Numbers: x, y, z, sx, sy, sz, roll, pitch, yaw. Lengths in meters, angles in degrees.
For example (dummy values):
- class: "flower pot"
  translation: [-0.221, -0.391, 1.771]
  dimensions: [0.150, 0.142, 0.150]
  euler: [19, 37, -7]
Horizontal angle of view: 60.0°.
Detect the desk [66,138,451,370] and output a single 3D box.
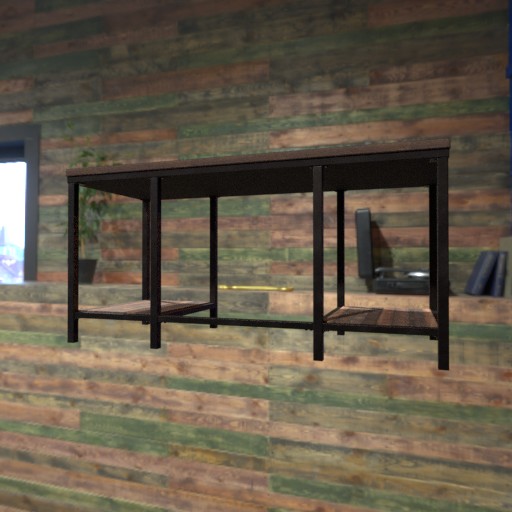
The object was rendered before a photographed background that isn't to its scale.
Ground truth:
- class: "desk"
  translation: [0.000, 0.000, 1.968]
  dimensions: [1.538, 0.753, 0.617]
  euler: [0, -1, 19]
